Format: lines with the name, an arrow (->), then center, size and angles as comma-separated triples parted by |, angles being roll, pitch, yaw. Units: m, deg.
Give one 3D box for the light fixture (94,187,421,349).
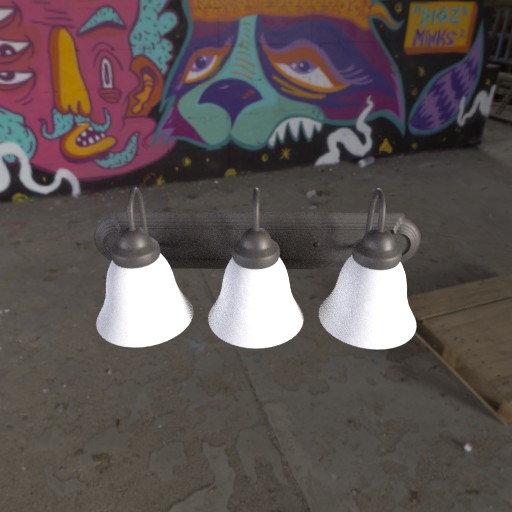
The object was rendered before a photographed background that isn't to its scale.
light fixture -> 0.000, 0.000, 0.731 | 0.610, 0.222, 0.199 | 0, 30, 1
